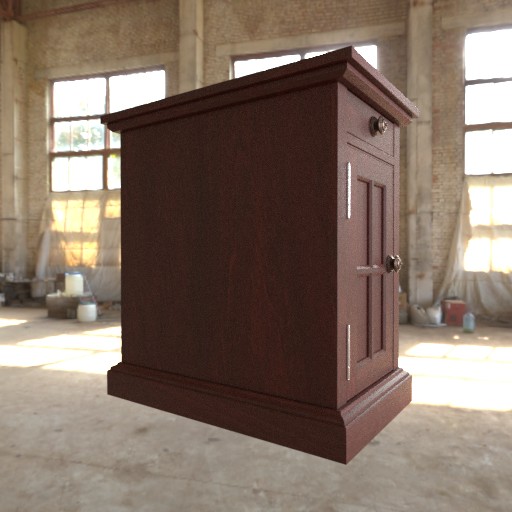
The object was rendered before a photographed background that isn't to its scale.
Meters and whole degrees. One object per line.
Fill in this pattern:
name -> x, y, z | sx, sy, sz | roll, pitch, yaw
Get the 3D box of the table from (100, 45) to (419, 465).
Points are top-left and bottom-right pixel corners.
table -> 0.000, 0.000, 0.952 | 0.584, 0.612, 0.356 | 0, 1, 35
